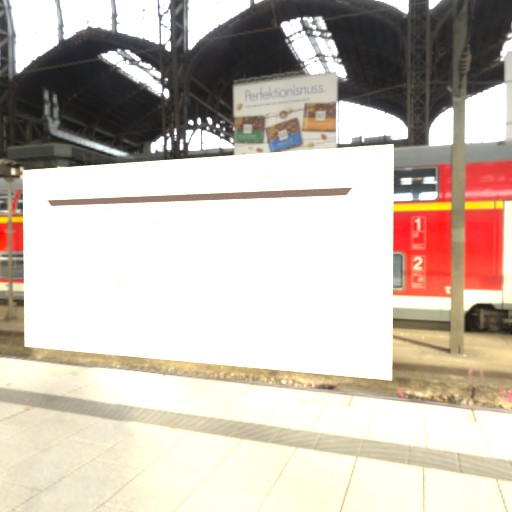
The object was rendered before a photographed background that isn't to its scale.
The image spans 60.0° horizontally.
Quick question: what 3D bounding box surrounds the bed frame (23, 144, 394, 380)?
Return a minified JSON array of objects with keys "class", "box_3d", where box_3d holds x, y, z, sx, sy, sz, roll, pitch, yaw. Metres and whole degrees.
[{"class":"bed frame","box_3d":[0.000,0.000,2.958,1.800,0.900,2.080,0,1,19]}]
